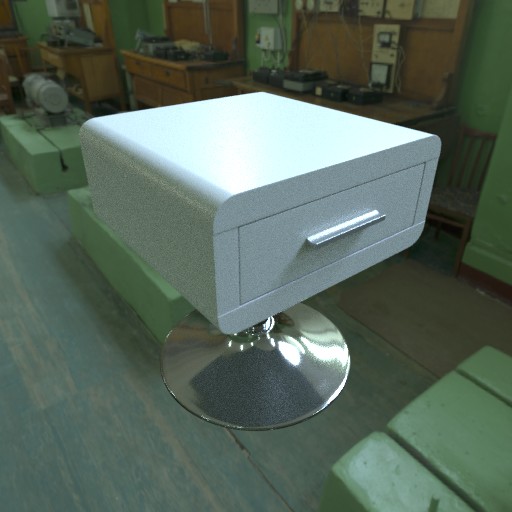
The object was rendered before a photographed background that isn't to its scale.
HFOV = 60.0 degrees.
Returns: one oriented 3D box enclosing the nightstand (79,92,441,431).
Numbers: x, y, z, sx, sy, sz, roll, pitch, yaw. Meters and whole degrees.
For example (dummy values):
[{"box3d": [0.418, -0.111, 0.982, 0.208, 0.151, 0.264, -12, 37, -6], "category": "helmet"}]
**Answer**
[{"box3d": [0.000, 0.000, 0.772, 0.399, 0.447, 0.404, -22, 37, -32], "category": "nightstand"}]
